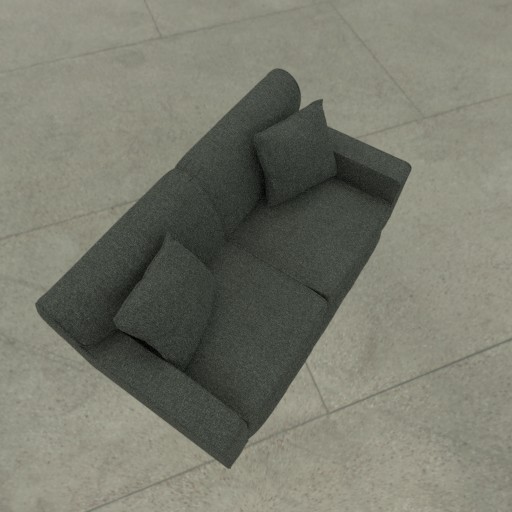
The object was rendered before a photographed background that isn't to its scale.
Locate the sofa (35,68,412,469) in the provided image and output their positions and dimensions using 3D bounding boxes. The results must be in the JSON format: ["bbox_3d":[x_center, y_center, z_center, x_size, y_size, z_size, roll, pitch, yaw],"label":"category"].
[{"bbox_3d":[0.000,0.000,2.401,0.998,0.958,1.846,30,64,17],"label":"sofa"}]
